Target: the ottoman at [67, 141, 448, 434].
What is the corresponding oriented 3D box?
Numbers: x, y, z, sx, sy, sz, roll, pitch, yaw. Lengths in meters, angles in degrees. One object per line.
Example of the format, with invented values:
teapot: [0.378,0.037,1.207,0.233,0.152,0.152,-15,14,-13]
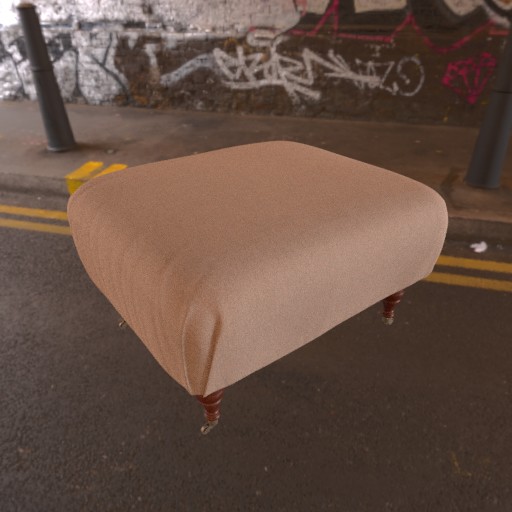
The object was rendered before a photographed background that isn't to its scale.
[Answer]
ottoman: [0.000,0.000,1.122,0.746,0.450,0.639,-21,35,-32]
